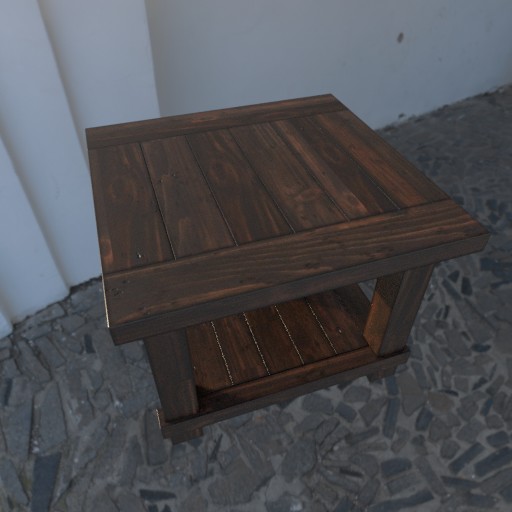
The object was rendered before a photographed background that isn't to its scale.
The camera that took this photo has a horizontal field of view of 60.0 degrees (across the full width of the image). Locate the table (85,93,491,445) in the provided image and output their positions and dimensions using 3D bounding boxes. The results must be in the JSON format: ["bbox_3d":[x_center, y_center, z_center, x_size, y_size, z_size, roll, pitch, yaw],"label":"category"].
[{"bbox_3d":[0.000,0.000,0.999,0.606,0.437,0.593,-13,44,-14],"label":"table"}]
